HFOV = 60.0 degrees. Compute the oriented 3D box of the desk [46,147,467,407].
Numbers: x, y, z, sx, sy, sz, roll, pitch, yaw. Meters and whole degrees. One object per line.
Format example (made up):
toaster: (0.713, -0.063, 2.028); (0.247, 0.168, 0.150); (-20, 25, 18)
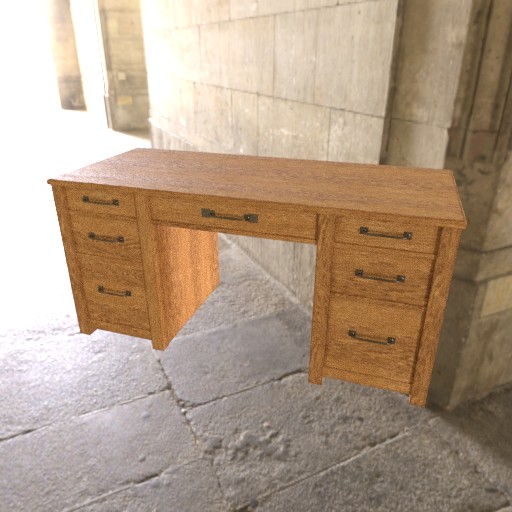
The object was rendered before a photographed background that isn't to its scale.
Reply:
desk: (0.000, 0.000, 2.011); (1.567, 0.751, 0.685); (8, 26, 16)
